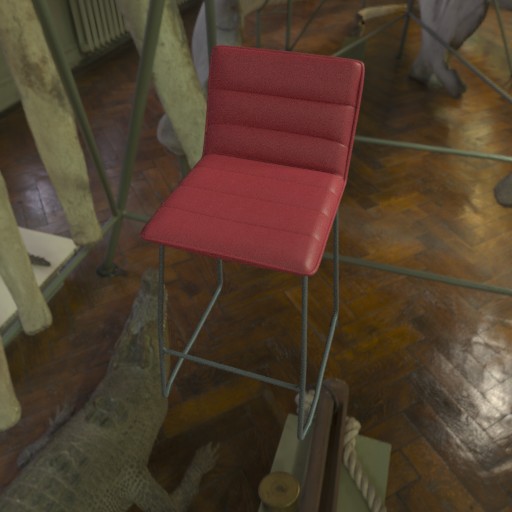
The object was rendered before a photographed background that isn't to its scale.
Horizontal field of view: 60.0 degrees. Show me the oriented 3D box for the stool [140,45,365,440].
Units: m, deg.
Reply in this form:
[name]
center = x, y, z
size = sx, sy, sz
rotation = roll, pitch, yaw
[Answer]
[stool]
center = 0.000, 0.000, 1.224
size = 0.489, 0.937, 0.524
rotation = 12, 44, 13
